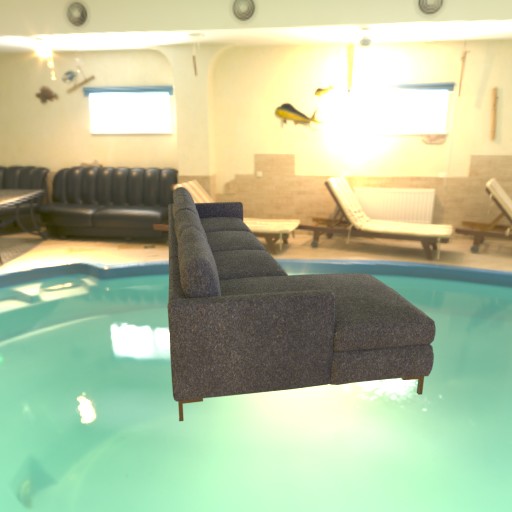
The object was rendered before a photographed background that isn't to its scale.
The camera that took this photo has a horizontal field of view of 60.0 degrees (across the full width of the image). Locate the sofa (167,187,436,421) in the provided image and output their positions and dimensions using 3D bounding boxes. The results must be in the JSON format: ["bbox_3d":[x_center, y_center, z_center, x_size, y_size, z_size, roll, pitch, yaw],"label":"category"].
[{"bbox_3d":[0.000,0.000,3.495,1.350,0.810,2.932,-3,16,-10],"label":"sofa"}]
